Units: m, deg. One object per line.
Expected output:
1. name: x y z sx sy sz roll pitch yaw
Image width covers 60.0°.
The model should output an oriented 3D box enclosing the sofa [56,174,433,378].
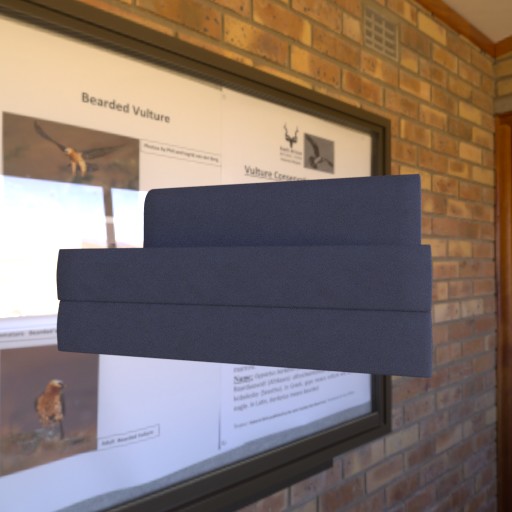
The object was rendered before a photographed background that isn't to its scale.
1. sofa: 0.000 0.000 1.700 1.219 0.660 0.762 0 -1 18
